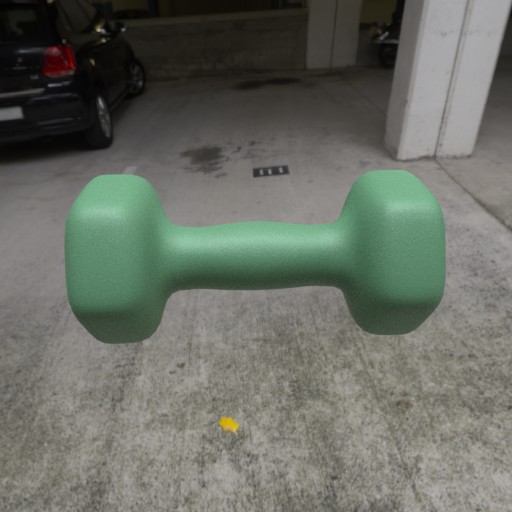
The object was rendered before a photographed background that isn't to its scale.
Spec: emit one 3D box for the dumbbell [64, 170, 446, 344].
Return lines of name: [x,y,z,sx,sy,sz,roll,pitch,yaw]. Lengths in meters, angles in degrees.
dumbbell: [0.000,0.000,0.329,0.257,0.114,0.126,-1,32,-2]
